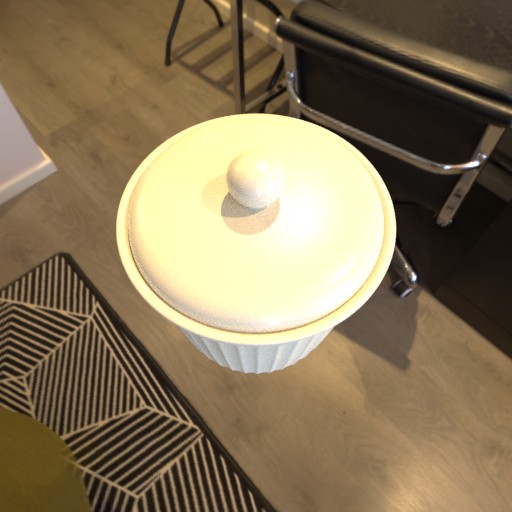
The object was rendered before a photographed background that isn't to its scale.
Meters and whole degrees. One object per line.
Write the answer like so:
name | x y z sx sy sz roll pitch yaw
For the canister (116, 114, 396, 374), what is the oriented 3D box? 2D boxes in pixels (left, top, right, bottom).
canister | 0.000 0.000 0.340 0.181 0.211 0.181 0 60 0
